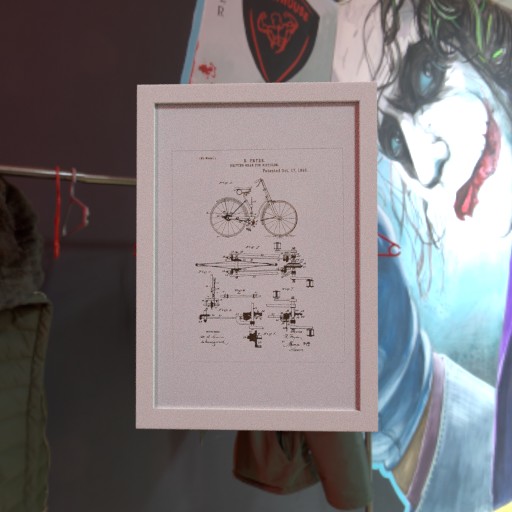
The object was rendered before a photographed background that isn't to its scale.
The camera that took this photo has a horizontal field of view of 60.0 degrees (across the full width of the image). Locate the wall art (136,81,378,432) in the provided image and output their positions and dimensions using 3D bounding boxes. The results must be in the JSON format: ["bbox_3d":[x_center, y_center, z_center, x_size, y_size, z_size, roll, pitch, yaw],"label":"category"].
[{"bbox_3d":[0.000,0.000,0.617,0.332,0.477,0.015,0,-1,2],"label":"wall art"}]
